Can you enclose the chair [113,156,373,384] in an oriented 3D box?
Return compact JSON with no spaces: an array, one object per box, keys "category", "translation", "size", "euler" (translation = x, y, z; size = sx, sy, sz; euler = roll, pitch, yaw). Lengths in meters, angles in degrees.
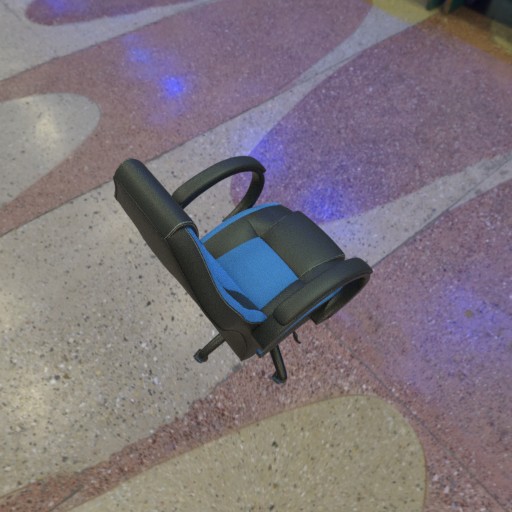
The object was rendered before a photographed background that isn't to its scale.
[{"category":"chair","translation":[0.000,0.000,1.643],"size":[0.724,1.187,0.673],"euler":[-33,63,-19]}]
